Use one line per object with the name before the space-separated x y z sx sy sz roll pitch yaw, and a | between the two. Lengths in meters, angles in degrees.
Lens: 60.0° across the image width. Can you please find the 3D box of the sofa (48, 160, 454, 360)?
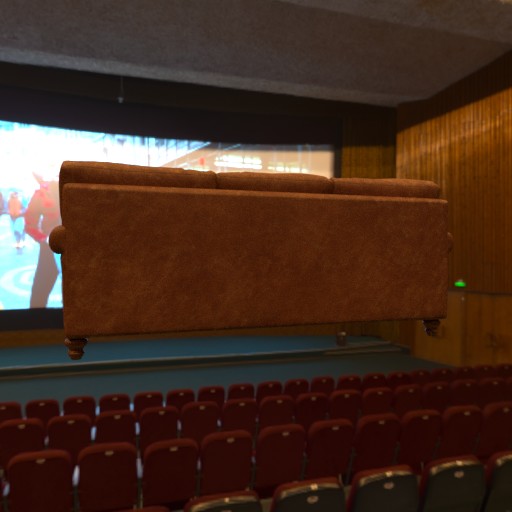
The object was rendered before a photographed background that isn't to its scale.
sofa | 0.000 0.000 2.815 2.351 0.977 0.973 0 0 -17
